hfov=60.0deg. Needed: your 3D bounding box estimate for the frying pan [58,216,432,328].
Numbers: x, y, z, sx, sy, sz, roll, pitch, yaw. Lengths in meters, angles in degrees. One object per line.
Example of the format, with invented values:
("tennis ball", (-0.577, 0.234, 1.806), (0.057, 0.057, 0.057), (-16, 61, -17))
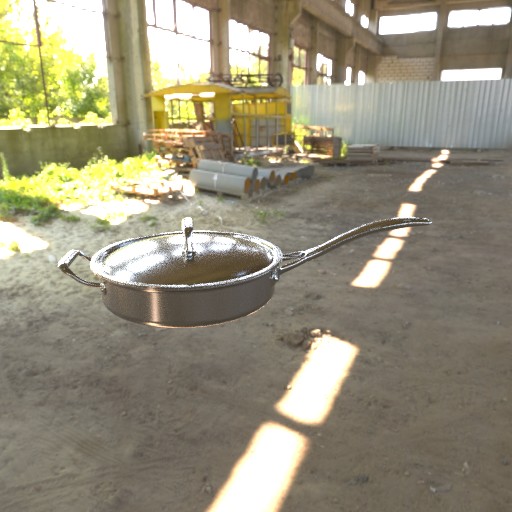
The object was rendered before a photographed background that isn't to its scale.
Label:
("frying pan", (0.000, 0.000, 0.681), (0.561, 0.114, 0.280), (-3, 17, -8))
